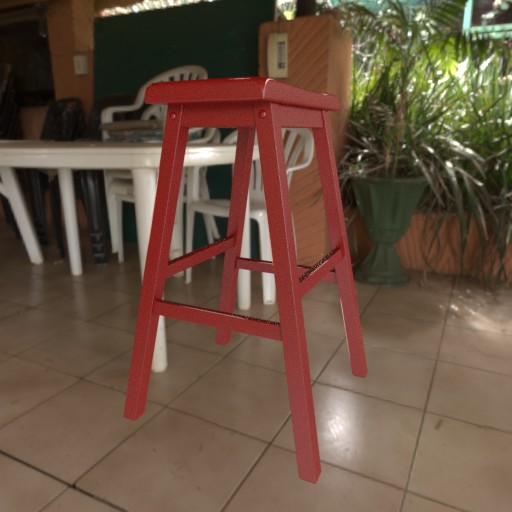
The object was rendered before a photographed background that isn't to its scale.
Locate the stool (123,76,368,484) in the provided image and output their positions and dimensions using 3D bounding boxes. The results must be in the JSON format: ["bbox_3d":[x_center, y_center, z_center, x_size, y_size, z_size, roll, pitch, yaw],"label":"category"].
[{"bbox_3d":[0.000,0.000,1.047,0.476,0.737,0.457,7,17,25],"label":"stool"}]
